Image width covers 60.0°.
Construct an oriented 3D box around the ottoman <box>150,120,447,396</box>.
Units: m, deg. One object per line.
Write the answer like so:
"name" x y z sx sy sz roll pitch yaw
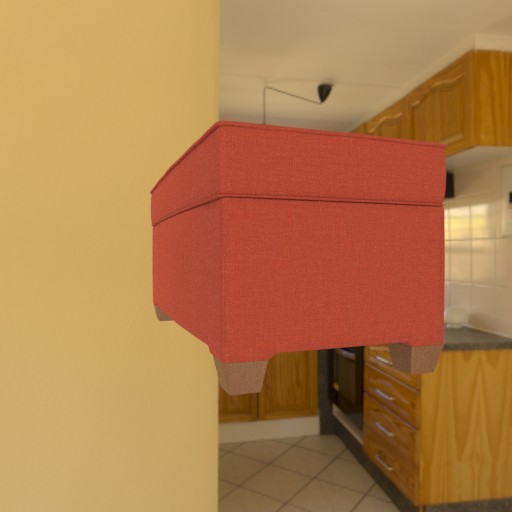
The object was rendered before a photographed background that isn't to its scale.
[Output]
"ottoman" 0.000 0.000 1.223 0.497 0.454 0.948 0 1 -20
